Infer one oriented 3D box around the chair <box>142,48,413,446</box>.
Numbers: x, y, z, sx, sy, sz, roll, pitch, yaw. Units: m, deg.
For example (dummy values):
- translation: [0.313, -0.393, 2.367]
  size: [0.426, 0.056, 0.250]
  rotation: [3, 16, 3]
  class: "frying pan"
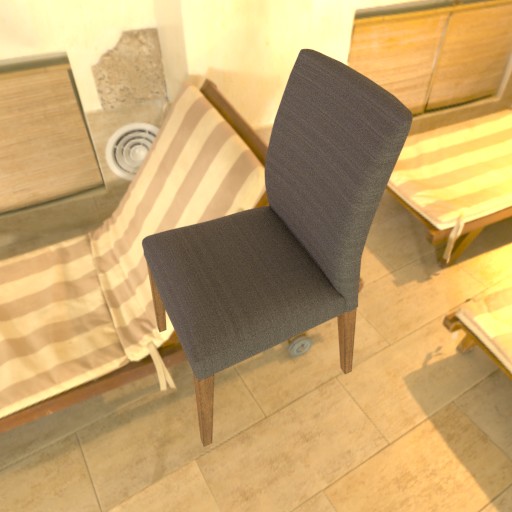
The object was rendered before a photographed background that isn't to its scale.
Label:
- translation: [0.000, 0.000, 1.266]
  size: [0.585, 0.940, 0.496]
  rotation: [-18, 47, -18]
  class: "chair"
